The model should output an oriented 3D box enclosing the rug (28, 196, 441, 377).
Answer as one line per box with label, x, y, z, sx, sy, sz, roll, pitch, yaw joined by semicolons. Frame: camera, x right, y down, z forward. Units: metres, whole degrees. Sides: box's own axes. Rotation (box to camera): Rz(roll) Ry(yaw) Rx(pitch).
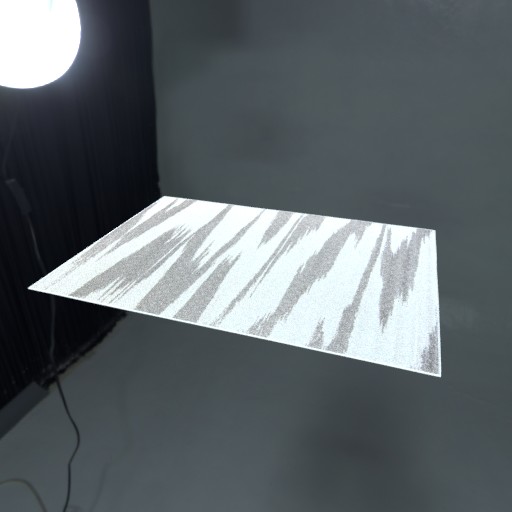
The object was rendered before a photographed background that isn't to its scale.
rug;0.000;0.000;2.776;2.142;0.010;1.533;9;29;16
